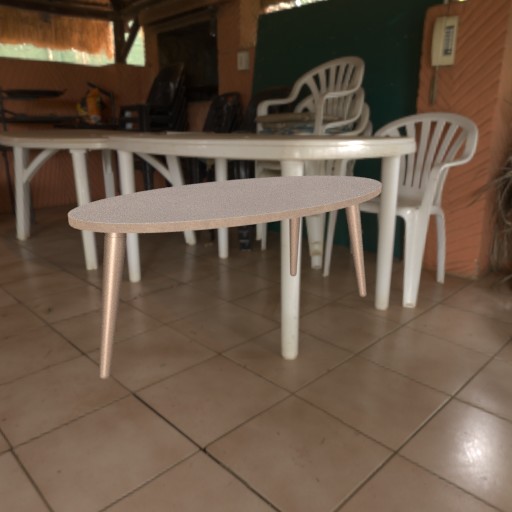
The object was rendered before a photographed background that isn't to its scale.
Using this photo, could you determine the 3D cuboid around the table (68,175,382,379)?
[{"bbox_3d":[0.000,0.000,1.348,0.542,0.390,1.083,16,23,42],"label":"table"}]
